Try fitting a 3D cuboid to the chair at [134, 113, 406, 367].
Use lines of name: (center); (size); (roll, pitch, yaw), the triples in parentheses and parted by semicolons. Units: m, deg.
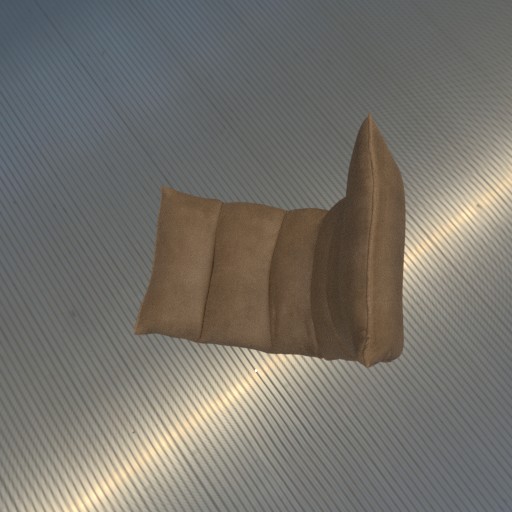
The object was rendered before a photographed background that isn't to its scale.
chair: (0.000, 0.000, 1.628); (0.985, 0.892, 0.714); (8, 76, 2)
